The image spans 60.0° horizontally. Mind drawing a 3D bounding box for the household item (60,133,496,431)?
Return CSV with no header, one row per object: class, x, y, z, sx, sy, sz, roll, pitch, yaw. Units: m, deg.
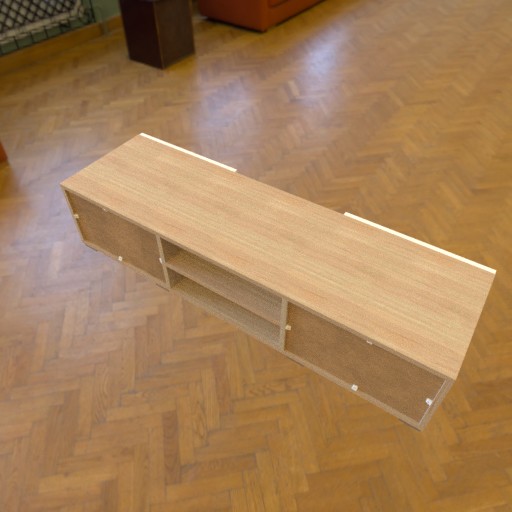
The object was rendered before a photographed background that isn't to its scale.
household item,0.000,0.000,1.544,1.400,0.310,0.420,25,51,23
